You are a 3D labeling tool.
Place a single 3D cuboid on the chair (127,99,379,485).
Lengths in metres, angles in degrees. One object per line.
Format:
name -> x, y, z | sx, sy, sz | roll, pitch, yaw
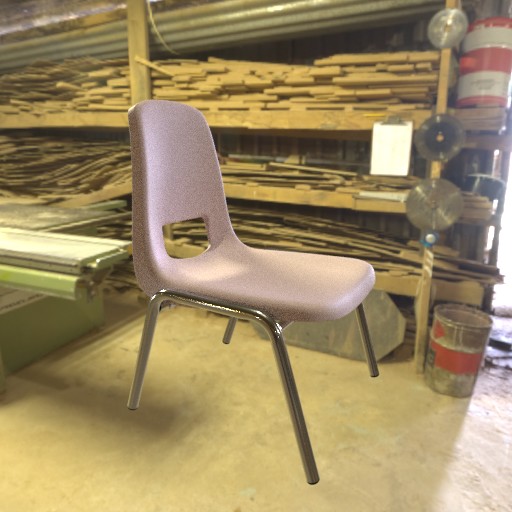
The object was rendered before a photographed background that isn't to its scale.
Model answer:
chair -> 0.000, 0.000, 0.784 | 0.385, 0.537, 0.354 | 8, 16, 28
